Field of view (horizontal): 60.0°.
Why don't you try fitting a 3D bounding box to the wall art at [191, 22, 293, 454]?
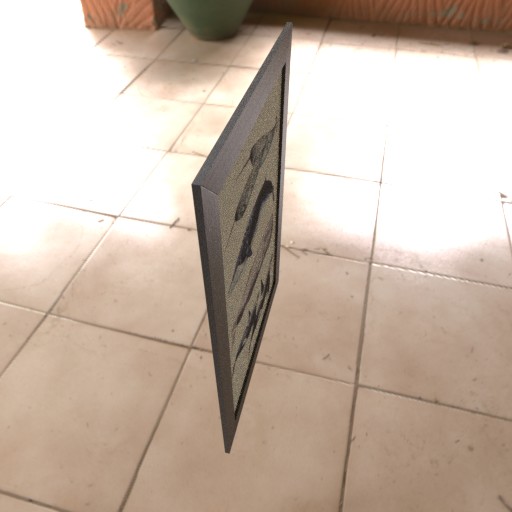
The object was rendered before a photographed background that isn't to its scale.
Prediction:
[{"bbox_3d":[0.000,0.000,1.394,0.016,1.116,0.810,10,46,10],"label":"wall art"}]
